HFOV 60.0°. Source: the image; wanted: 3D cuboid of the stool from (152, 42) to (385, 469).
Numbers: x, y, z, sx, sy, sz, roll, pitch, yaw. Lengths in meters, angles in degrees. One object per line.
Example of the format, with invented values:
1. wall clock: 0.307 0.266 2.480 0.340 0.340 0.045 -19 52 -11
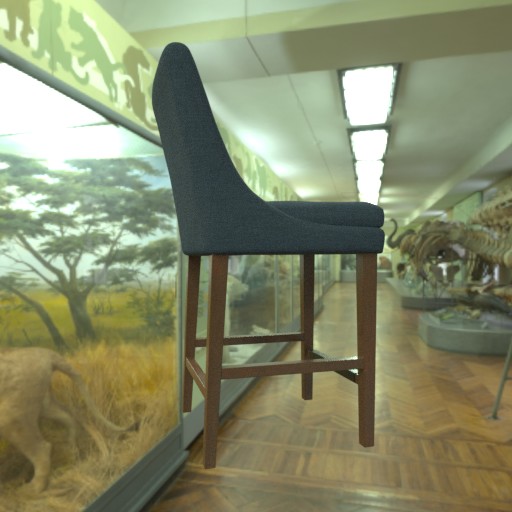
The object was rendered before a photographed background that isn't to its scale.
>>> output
1. stool: 0.000 0.000 1.268 0.577 0.981 0.470 0 0 -17
